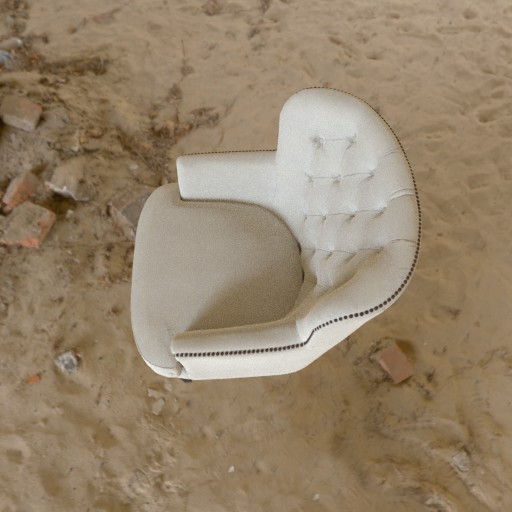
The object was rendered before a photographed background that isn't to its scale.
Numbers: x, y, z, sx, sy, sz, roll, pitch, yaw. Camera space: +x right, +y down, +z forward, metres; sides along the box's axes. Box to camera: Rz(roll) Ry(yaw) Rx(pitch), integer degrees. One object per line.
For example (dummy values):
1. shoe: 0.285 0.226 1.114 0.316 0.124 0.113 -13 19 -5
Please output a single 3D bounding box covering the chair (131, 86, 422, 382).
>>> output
1. chair: 0.000 0.000 1.608 0.906 0.868 0.848 -3 59 -2
